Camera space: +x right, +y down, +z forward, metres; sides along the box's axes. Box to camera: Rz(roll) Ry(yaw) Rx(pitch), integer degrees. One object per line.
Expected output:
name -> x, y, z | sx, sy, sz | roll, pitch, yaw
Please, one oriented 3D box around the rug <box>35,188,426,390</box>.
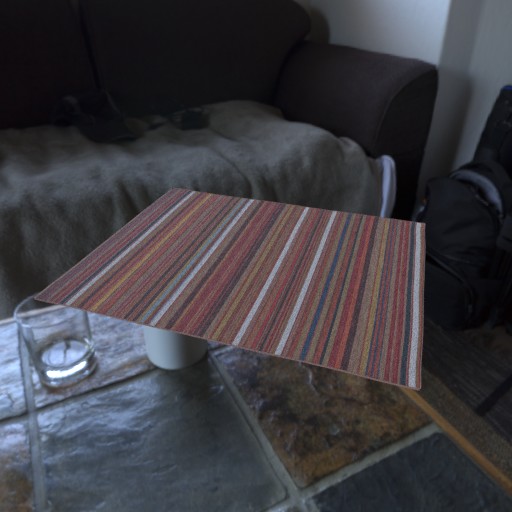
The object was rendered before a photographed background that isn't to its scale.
rug -> 0.000, 0.000, 4.268 | 3.092, 0.023, 2.479 | 10, 33, 16
